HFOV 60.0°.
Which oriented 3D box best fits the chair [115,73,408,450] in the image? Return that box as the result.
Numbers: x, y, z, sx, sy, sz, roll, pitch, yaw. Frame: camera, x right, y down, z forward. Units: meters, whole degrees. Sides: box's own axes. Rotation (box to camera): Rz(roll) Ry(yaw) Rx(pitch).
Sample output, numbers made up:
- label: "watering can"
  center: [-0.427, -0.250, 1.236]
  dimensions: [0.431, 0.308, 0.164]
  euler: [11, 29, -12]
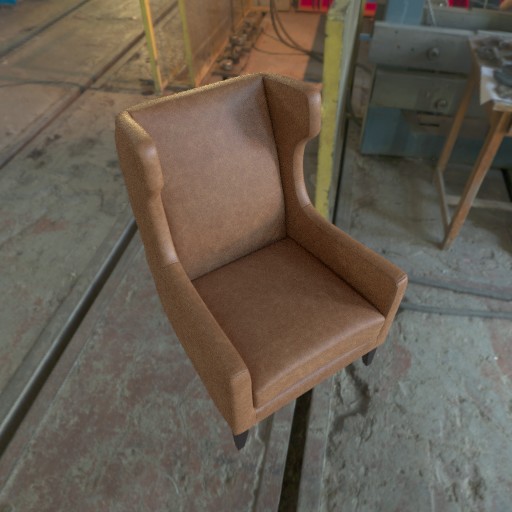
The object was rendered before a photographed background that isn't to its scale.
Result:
- label: "chair"
  center: [0.000, 0.000, 1.718]
  dimensions: [0.766, 1.079, 0.899]
  euler: [-25, 51, -23]
